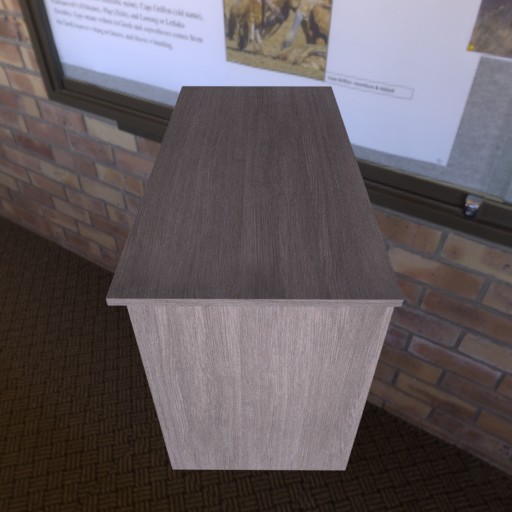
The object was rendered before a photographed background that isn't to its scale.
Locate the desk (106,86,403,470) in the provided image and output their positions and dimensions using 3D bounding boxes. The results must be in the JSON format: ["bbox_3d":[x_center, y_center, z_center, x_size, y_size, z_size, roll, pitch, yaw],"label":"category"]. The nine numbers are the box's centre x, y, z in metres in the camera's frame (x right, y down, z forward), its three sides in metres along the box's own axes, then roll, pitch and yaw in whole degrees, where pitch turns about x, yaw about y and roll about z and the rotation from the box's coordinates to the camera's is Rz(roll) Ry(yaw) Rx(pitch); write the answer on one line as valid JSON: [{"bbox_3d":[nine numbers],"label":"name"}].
[{"bbox_3d":[0.000,0.000,1.488,0.560,0.735,1.097,0,41,0],"label":"desk"}]
